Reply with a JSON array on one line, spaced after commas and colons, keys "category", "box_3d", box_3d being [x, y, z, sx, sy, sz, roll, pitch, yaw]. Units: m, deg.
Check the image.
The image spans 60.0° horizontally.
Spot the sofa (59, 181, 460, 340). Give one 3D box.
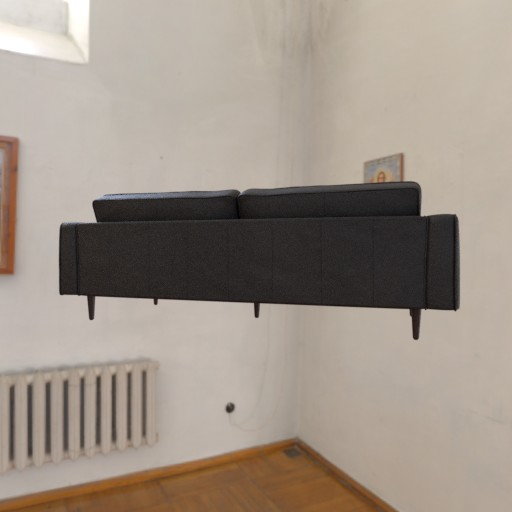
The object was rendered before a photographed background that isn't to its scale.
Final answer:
[{"category": "sofa", "box_3d": [0.000, 0.000, 2.710, 2.210, 0.762, 0.914, 0, 1, 18]}]
